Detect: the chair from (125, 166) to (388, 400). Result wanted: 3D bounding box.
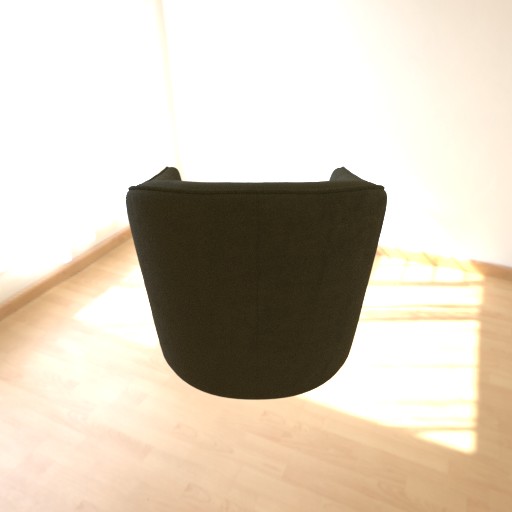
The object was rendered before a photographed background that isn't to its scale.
[{"bbox_3d":[0.000,0.000,1.489,0.747,0.799,0.875,0,29,0],"label":"chair"}]
